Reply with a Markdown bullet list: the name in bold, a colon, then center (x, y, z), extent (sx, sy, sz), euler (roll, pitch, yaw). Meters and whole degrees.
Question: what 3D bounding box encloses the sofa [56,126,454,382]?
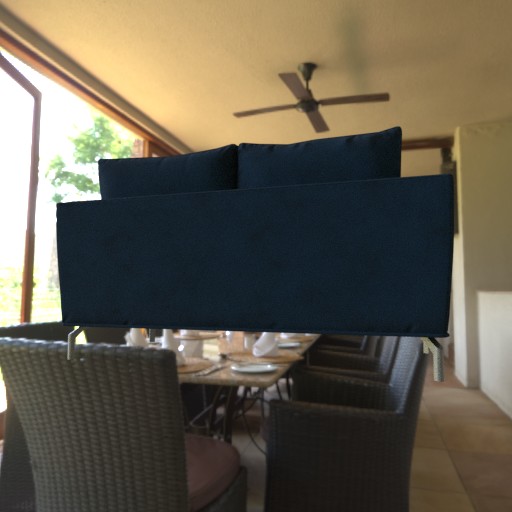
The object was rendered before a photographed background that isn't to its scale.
- **sofa**: center (0.000, 0.000, 2.236), extent (1.770, 1.002, 0.853), euler (-1, -4, 18)
